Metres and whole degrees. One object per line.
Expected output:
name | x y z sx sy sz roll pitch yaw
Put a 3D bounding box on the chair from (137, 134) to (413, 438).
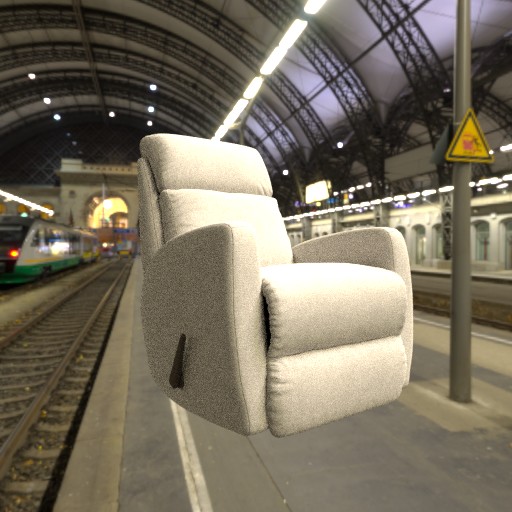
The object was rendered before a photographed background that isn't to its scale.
chair | 0.000 0.000 1.679 0.812 1.015 0.941 -1 1 -36
